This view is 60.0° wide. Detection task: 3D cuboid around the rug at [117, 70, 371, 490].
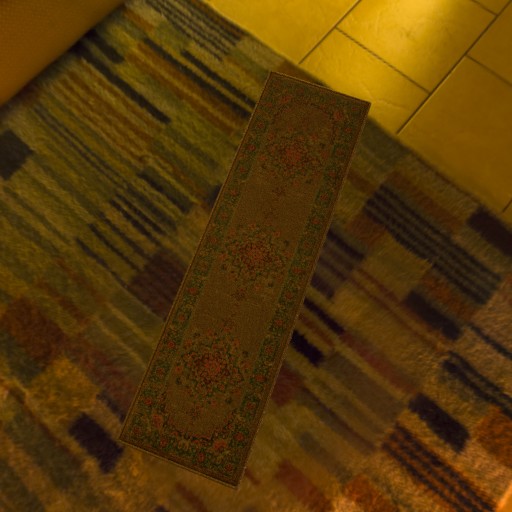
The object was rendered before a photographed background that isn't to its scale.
[{"bbox_3d":[0.000,0.000,2.465,0.659,0.019,2.297,20,77,5],"label":"rug"}]
